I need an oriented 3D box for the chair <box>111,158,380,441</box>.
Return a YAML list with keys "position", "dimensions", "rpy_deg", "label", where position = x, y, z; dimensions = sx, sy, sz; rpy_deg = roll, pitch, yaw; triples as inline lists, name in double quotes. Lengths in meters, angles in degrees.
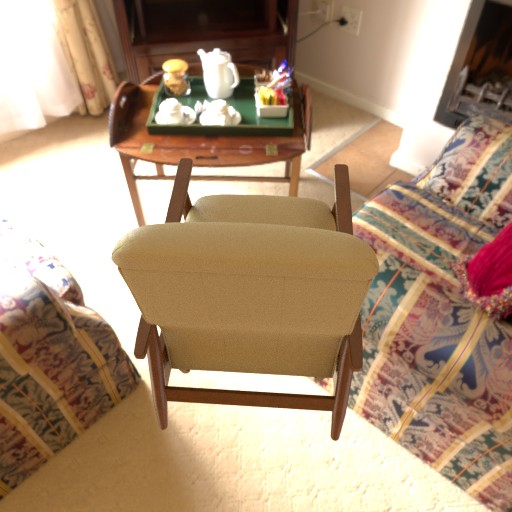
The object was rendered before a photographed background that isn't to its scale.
- position: [0.000, 0.000, 1.729]
  dimensions: [0.762, 1.082, 1.014]
  rpy_deg: [3, 47, 2]
  label: "chair"
